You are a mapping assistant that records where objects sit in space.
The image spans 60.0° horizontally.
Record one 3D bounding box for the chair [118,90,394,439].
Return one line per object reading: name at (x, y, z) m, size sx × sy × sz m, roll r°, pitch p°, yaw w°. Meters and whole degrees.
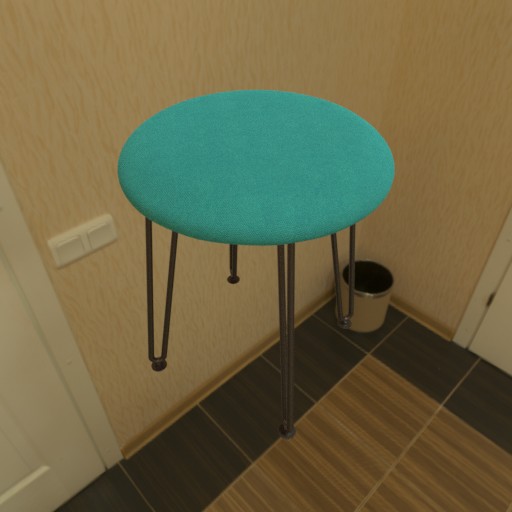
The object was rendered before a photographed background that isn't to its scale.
chair at (0.000, 0.000, 0.687) m, size 0.350 × 0.430 × 0.350 m, roll 11°, pitch 42°, yaw 13°
